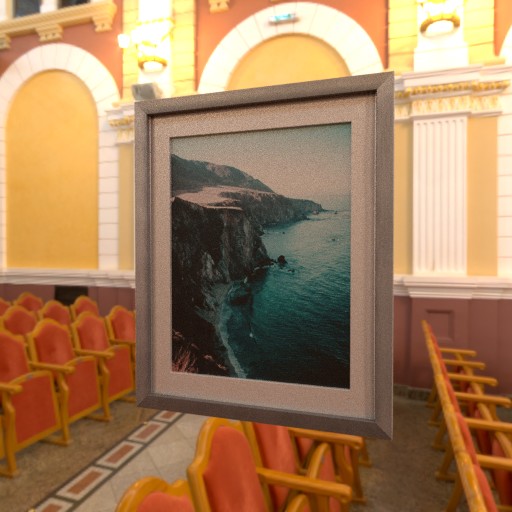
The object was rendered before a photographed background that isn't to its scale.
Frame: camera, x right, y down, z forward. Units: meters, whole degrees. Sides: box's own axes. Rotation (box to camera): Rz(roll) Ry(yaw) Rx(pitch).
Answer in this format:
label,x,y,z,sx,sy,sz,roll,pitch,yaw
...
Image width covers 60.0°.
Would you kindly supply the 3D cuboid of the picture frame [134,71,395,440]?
label,x,y,z,sx,sy,sz,roll,pitch,yaw
picture frame,0.000,0.000,0.758,0.449,0.555,0.046,0,1,18
